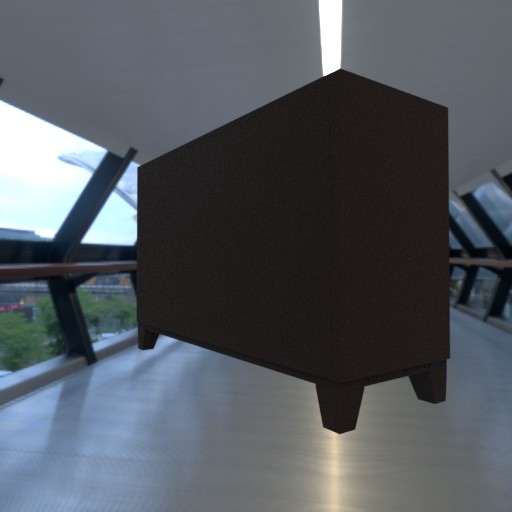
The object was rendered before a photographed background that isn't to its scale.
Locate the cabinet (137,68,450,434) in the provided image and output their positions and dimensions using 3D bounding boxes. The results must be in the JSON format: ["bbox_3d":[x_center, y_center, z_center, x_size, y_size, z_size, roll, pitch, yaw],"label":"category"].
[{"bbox_3d":[0.000,0.000,1.807,0.482,0.914,1.396,1,-1,-35],"label":"cabinet"}]
